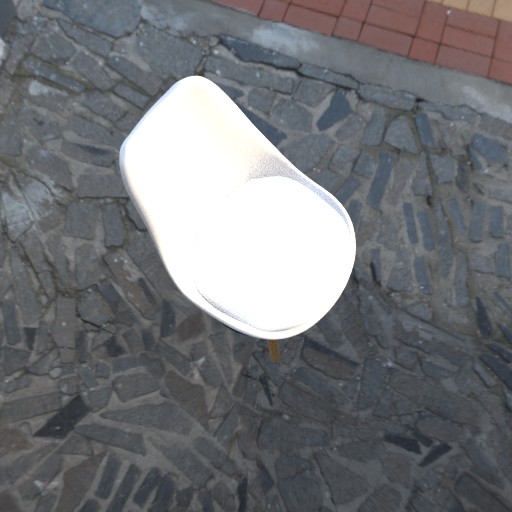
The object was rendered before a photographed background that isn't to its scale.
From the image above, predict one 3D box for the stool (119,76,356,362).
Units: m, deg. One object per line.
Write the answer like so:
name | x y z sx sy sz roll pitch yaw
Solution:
stool | 0.000 0.000 1.392 0.549 1.115 0.482 35 78 9
